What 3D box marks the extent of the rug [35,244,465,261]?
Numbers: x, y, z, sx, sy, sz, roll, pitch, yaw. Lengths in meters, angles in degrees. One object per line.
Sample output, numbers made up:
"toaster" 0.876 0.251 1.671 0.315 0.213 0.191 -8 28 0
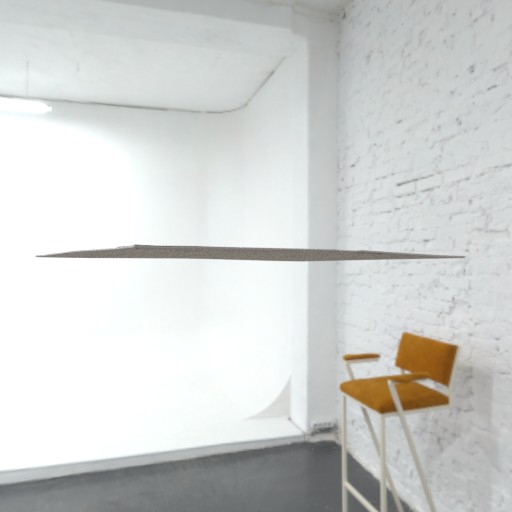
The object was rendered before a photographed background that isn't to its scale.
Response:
"rug" 0.000 0.000 2.912 2.342 0.030 1.609 1 -2 -37
